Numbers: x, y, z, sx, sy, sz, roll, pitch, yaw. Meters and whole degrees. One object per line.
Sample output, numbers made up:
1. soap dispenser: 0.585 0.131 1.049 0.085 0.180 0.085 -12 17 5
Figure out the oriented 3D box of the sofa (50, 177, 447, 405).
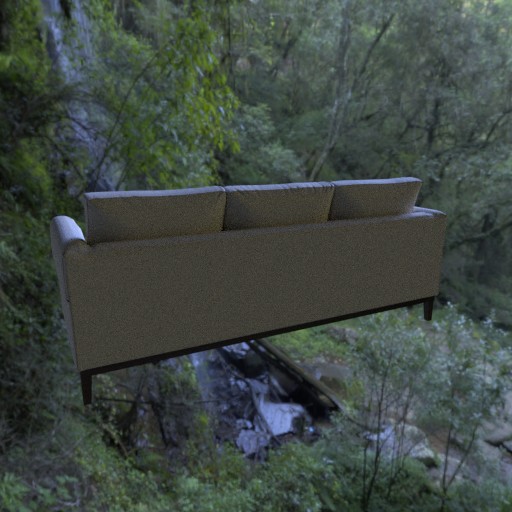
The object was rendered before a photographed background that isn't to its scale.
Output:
1. sofa: 0.000 0.000 2.663 2.198 0.911 0.902 -7 16 -26
